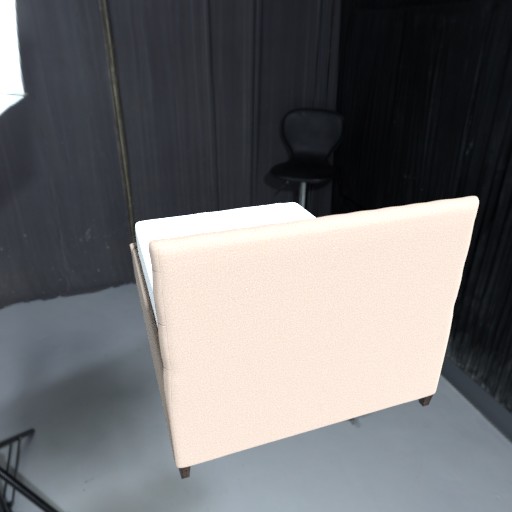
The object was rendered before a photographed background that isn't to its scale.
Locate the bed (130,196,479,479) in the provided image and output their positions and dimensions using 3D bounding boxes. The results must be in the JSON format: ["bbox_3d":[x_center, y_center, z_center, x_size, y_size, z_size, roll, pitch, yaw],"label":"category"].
[{"bbox_3d":[0.000,0.000,3.261,1.696,1.426,2.233,-9,28,-17],"label":"bed"}]
